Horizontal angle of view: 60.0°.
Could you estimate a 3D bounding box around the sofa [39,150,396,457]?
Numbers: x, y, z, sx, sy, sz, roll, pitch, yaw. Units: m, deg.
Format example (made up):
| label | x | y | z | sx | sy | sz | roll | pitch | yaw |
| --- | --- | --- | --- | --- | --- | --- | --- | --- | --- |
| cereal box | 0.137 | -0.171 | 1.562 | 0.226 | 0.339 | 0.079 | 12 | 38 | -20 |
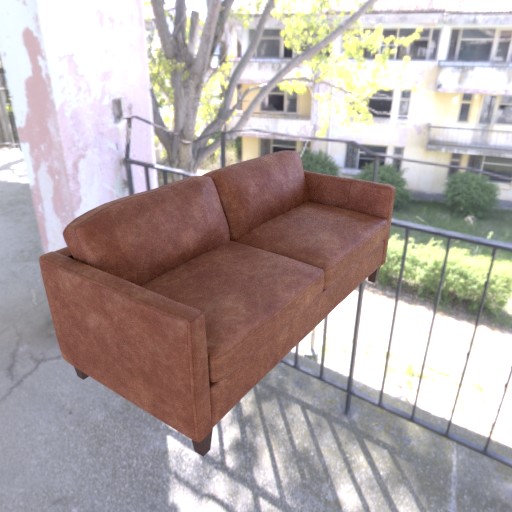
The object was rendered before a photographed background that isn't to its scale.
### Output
| label | x | y | z | sx | sy | sz | roll | pitch | yaw |
| --- | --- | --- | --- | --- | --- | --- | --- | --- | --- |
| sofa | 0.000 | 0.000 | 2.475 | 0.923 | 0.863 | 1.971 | 17 | 30 | 32 |
